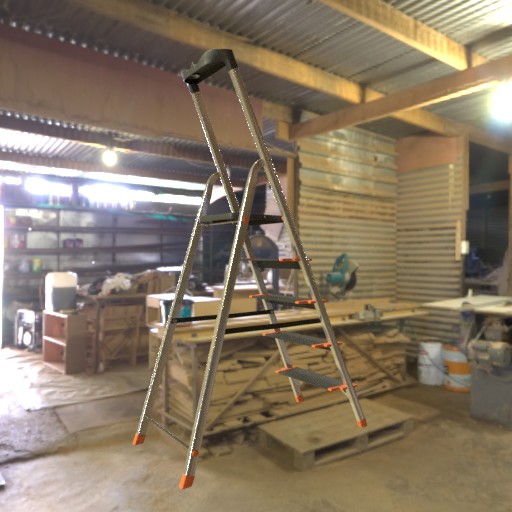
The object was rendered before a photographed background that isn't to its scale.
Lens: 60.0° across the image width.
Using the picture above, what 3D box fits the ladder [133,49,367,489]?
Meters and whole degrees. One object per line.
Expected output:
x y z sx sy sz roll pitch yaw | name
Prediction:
0.000 0.000 2.044 0.995 1.646 0.480 0 0 -36 | ladder
